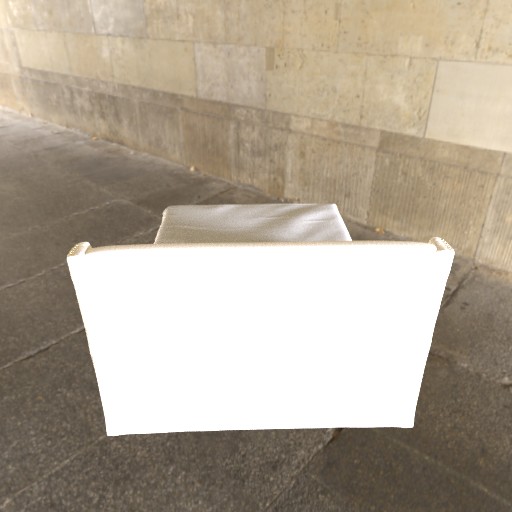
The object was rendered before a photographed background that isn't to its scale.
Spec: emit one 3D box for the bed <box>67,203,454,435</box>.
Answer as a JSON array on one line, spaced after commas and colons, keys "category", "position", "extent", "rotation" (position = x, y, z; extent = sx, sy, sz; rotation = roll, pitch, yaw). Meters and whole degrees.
[{"category": "bed", "position": [0.000, 0.000, 3.446], "extent": [1.925, 1.332, 2.276], "rotation": [-1, 29, -1]}]
